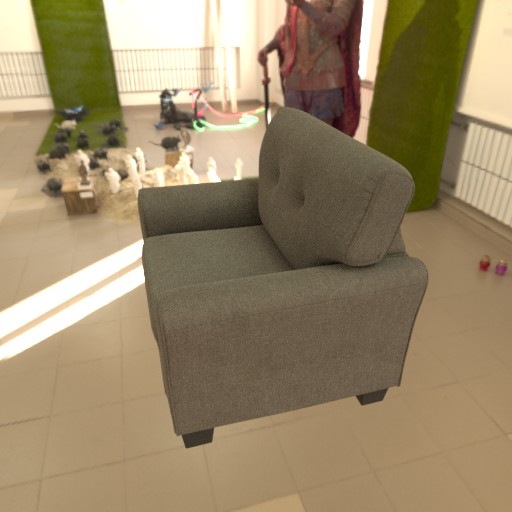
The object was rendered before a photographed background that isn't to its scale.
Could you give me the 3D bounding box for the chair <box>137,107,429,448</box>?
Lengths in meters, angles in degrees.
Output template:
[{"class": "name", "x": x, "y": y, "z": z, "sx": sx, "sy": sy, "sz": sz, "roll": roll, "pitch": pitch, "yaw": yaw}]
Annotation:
[{"class": "chair", "x": 0.000, "y": 0.000, "z": 1.638, "sx": 0.816, "sy": 0.890, "sz": 0.941, "roll": -8, "pitch": 31, "yaw": -14}]
